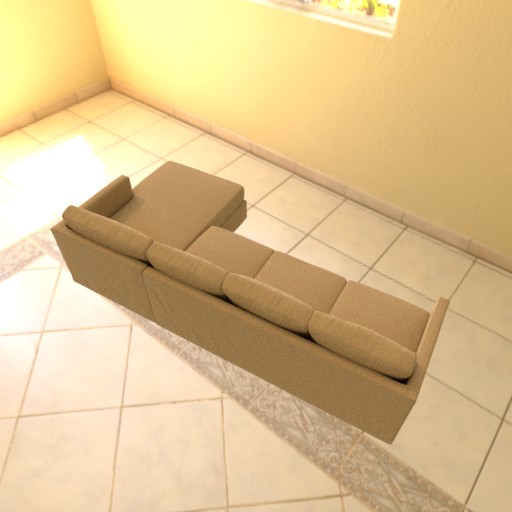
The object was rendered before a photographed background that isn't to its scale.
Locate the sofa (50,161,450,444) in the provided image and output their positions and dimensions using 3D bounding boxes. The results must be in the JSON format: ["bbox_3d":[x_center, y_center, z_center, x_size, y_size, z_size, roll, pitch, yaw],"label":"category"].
[{"bbox_3d":[0.000,0.000,3.915,3.177,0.867,1.622,22,50,20],"label":"sofa"}]
